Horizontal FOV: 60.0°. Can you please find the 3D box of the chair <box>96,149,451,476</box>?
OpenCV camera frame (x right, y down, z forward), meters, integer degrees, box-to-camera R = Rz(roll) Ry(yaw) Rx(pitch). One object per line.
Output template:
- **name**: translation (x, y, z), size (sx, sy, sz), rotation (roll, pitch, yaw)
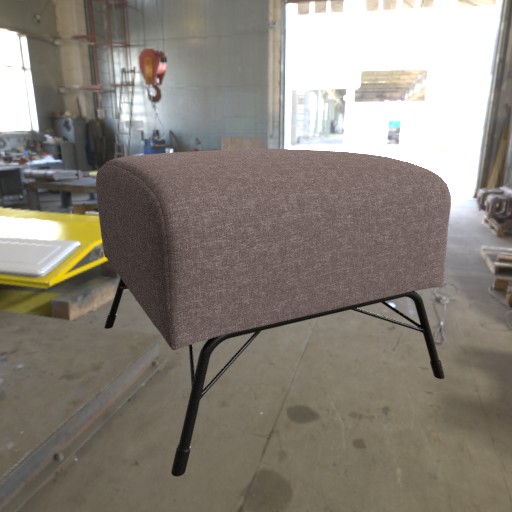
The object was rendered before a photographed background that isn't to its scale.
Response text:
- **chair**: translation (0.000, 0.000, 0.879), size (0.530, 0.410, 0.530), rotation (-9, 18, -27)
